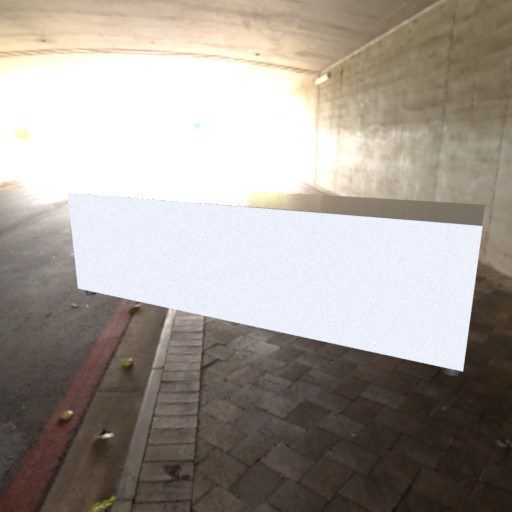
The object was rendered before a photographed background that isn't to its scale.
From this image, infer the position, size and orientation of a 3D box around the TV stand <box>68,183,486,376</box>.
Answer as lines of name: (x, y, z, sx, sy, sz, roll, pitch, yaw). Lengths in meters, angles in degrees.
TV stand: (0.000, 0.000, 1.683, 1.500, 0.440, 0.410, 8, 17, 27)
